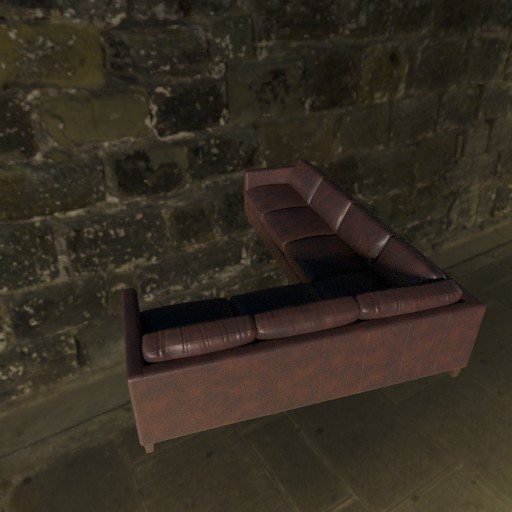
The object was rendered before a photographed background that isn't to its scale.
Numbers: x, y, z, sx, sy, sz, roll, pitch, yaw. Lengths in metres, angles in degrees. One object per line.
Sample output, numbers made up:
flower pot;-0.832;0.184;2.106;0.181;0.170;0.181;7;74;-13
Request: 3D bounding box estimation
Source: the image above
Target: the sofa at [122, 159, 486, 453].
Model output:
sofa;0.000;0.000;4.209;2.438;0.836;3.152;-9;32;-14
